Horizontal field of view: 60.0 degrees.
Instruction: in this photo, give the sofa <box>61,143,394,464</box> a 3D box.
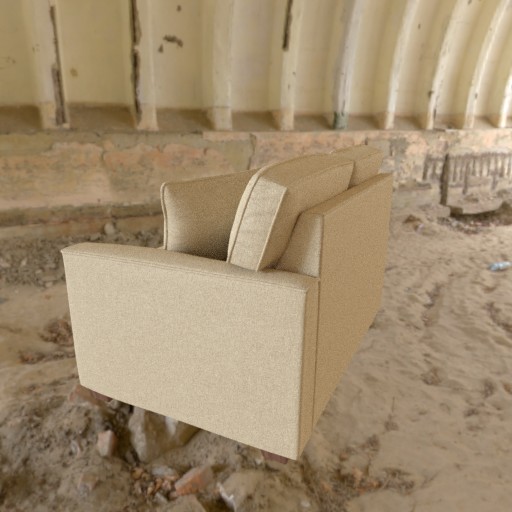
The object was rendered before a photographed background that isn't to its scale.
[{"bbox_3d":[0.000,0.000,2.077,0.991,0.989,1.388,8,19,25],"label":"sofa"}]
